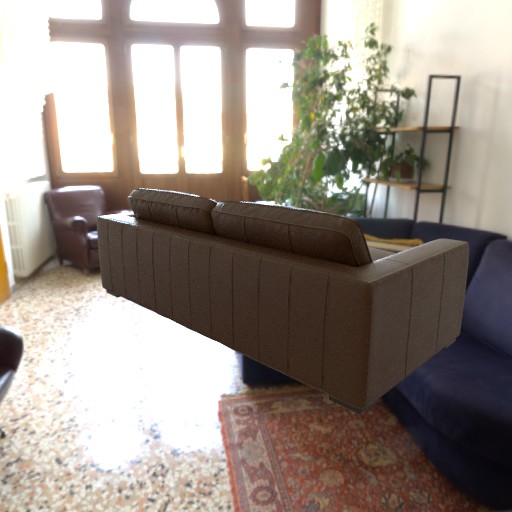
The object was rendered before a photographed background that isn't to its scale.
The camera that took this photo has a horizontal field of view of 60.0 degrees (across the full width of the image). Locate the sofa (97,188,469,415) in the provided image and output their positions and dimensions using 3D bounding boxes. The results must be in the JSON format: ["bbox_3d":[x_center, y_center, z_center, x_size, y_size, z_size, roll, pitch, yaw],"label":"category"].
[{"bbox_3d":[0.000,0.000,2.839,2.262,0.801,1.070,14,20,43],"label":"sofa"}]
